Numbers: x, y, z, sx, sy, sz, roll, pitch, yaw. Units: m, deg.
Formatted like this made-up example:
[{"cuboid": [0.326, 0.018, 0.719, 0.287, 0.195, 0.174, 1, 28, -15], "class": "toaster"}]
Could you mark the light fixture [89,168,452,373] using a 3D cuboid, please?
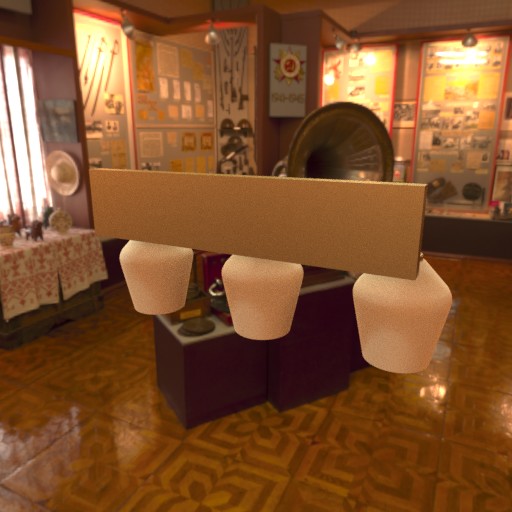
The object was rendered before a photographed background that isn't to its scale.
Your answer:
[{"cuboid": [0.000, 0.000, 0.742, 0.609, 0.280, 0.190, 8, 17, 27], "class": "light fixture"}]
